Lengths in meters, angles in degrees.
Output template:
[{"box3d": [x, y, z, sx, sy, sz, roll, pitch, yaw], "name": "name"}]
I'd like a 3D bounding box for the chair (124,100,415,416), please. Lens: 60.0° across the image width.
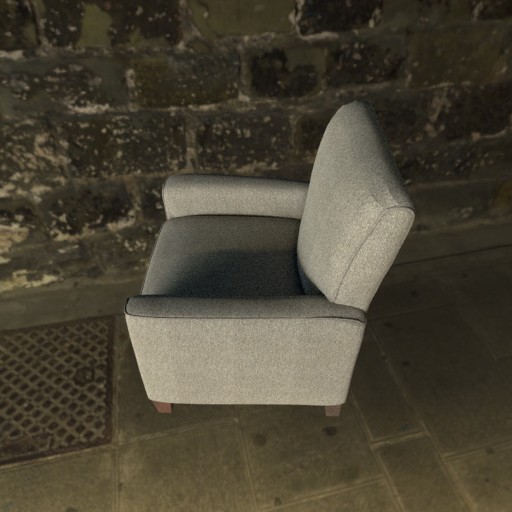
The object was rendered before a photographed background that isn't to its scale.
[{"box3d": [0.000, 0.000, 1.704, 0.858, 1.028, 0.841, 1, 42, 1], "name": "chair"}]
